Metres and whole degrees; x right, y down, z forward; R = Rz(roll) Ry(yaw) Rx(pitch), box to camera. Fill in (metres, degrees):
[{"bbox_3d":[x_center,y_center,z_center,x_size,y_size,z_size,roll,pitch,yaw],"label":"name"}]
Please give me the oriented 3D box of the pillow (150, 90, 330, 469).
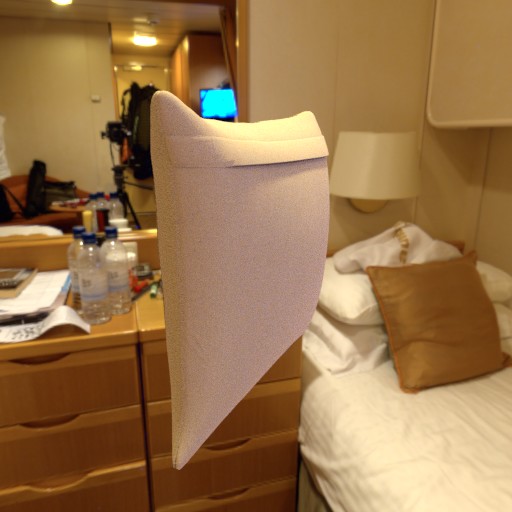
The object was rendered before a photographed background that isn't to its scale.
[{"bbox_3d":[0.000,0.000,0.623,0.173,0.406,0.405,7,17,25],"label":"pillow"}]
